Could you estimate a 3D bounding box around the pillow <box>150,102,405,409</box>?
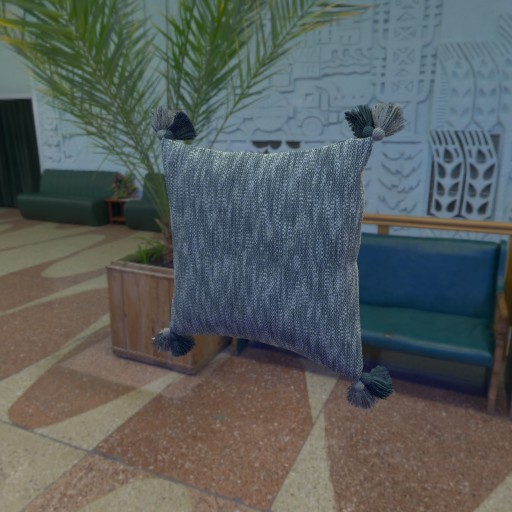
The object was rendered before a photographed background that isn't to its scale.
[{"bbox_3d":[0.000,0.000,0.955,0.614,0.634,0.138,7,16,25],"label":"pillow"}]
